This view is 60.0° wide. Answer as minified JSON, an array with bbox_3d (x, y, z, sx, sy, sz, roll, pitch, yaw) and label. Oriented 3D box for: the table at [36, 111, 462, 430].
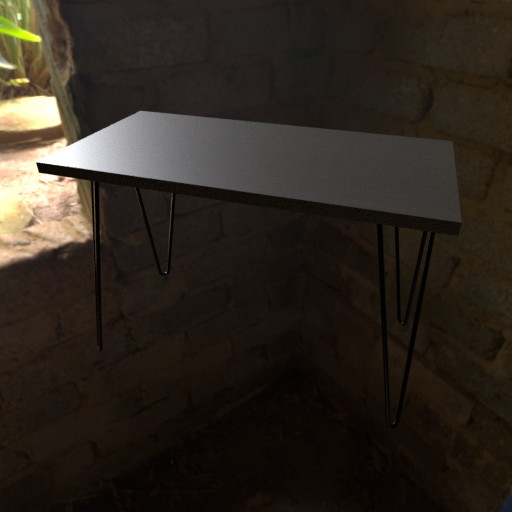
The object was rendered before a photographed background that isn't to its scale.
[{"bbox_3d":[0.000,0.000,1.349,0.991,0.660,0.499,10,34,15],"label":"table"}]
